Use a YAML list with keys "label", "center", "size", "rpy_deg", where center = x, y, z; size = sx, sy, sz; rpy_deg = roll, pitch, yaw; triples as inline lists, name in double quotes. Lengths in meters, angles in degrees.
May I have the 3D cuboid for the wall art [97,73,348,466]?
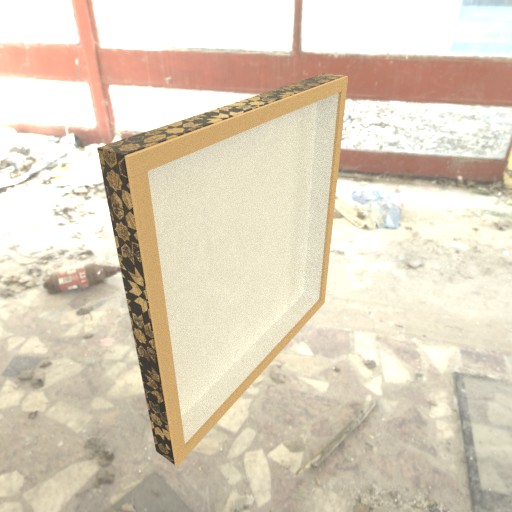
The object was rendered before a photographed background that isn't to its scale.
- label: "wall art"
  center: [0.000, 0.000, 0.601]
  size: [0.038, 0.405, 0.405]
  rpy_deg: [20, 37, 29]
